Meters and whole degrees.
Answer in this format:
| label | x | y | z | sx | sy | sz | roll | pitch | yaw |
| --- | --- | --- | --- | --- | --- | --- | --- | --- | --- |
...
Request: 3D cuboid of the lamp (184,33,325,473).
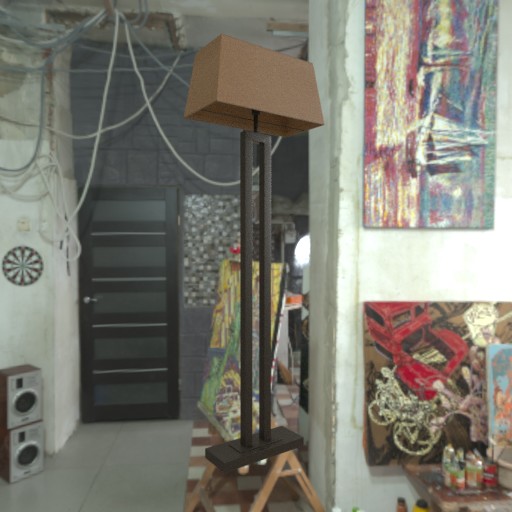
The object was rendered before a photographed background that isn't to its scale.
| label | x | y | z | sx | sy | sz | roll | pitch | yaw |
| --- | --- | --- | --- | --- | --- | --- | --- | --- | --- |
| lamp | 0.000 | 0.000 | 1.649 | 0.475 | 1.469 | 0.233 | -1 | 1 | -35 |
